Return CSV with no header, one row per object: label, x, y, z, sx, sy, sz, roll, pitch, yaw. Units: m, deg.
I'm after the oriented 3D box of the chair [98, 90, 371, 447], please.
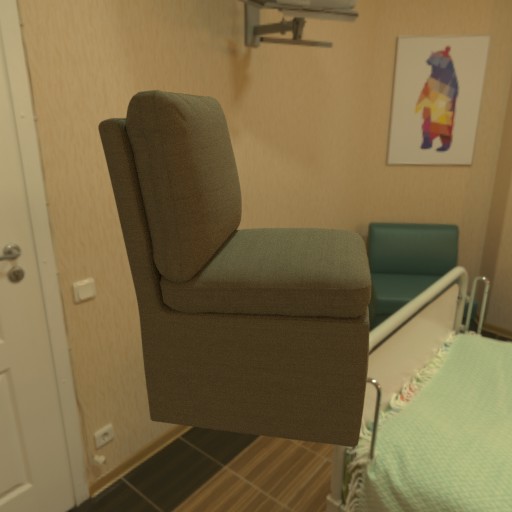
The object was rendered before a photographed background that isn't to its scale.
chair,0.000,0.000,1.344,0.698,0.927,0.503,3,18,10
